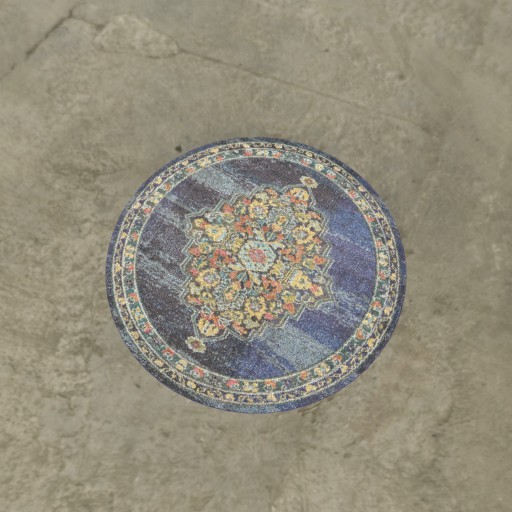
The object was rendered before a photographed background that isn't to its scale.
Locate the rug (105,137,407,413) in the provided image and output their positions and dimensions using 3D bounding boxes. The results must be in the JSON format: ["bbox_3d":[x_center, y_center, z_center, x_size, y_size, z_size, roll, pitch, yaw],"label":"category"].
[{"bbox_3d":[0.000,0.000,3.546,2.386,0.014,2.386,0,65,0],"label":"rug"}]
